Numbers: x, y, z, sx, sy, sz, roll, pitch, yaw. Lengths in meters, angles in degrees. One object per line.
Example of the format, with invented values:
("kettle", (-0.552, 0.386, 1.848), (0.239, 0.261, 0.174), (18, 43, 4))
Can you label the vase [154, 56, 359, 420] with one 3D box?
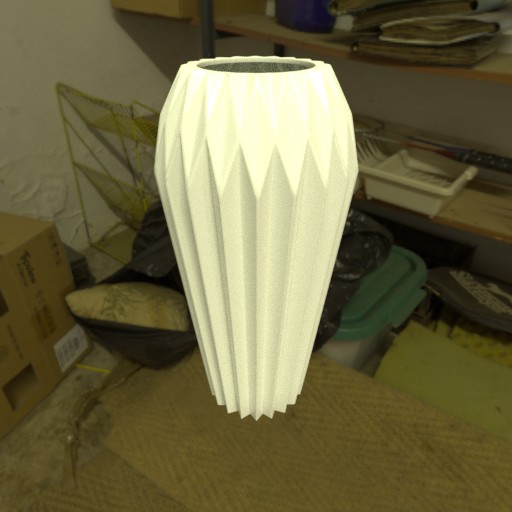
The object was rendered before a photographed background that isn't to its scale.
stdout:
("vase", (0.000, 0.000, 0.329), (0.133, 0.263, 0.133), (0, 30, 0))
